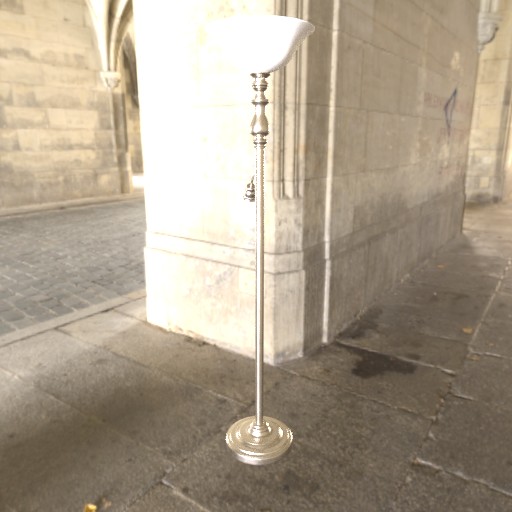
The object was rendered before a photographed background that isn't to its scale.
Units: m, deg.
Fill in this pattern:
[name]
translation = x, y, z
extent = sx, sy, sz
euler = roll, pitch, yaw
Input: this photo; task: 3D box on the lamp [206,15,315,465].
[lamp]
translation = 0.000, 0.000, 1.959
extent = 0.405, 1.785, 0.575
euler = -3, 15, -10
